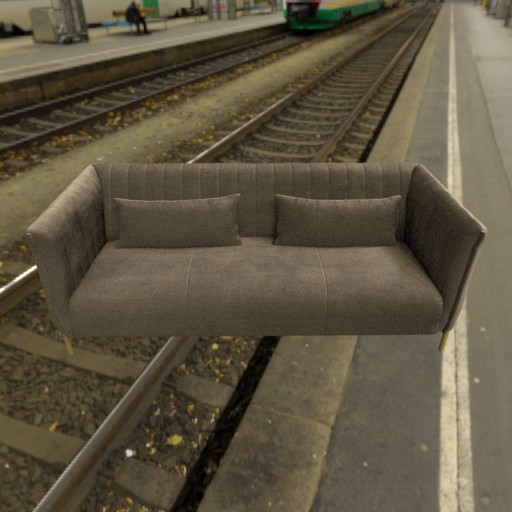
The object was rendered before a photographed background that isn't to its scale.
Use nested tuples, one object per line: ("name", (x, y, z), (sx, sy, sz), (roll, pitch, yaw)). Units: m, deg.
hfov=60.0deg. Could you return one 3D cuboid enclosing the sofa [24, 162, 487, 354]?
("sofa", (0.000, 0.000, 2.373), (1.980, 0.780, 0.876), (0, 31, -1))
